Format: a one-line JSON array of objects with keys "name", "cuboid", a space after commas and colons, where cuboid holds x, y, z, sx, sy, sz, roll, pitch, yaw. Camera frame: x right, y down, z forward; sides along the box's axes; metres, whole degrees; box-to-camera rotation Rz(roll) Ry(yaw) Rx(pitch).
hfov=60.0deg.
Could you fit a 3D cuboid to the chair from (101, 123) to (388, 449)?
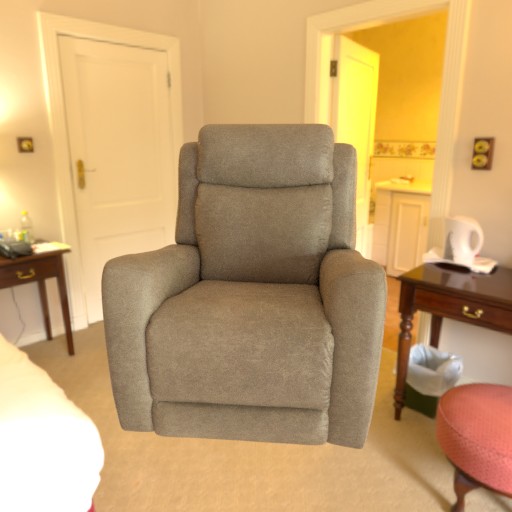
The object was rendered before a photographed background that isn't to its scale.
[{"name": "chair", "cuboid": [0.000, 0.000, 1.912, 0.965, 1.116, 1.068, 2, 15, 7]}]
